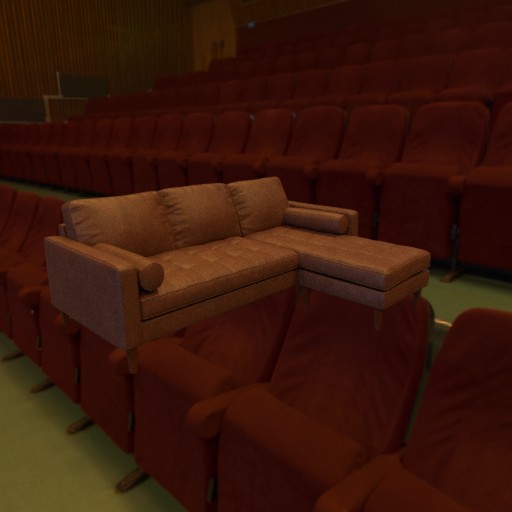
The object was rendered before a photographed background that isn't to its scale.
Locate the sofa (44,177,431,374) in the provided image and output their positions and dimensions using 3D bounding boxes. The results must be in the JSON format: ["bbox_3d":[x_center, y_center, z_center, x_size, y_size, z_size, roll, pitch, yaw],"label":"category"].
[{"bbox_3d":[0.000,0.000,2.998,1.613,0.841,2.185,15,22,42],"label":"sofa"}]
